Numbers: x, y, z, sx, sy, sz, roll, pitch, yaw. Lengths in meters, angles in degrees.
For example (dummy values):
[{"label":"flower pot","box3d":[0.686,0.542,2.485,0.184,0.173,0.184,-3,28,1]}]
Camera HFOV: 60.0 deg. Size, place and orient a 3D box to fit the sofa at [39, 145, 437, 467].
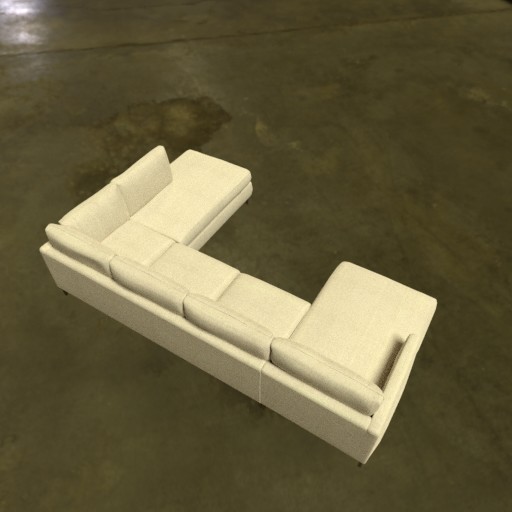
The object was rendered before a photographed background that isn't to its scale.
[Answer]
[{"label":"sofa","box3d":[0.000,0.000,3.511,2.737,0.756,1.879,24,51,21]}]
